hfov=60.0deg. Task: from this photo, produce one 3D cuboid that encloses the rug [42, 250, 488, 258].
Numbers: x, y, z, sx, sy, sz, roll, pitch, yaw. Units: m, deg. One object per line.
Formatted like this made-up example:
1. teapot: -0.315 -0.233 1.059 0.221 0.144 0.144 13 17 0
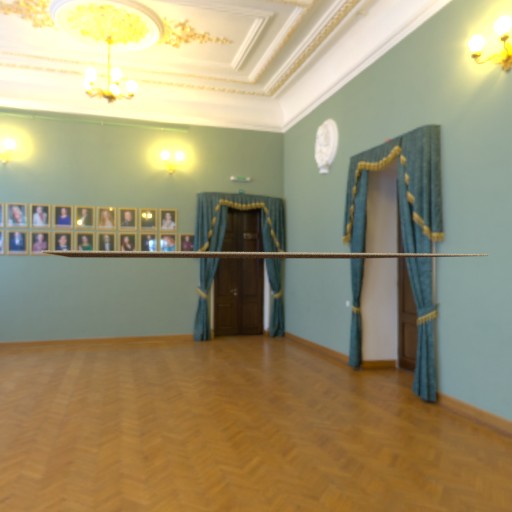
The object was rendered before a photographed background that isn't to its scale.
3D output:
1. rug: 0.000 0.000 2.988 2.435 0.011 1.517 0 -1 -19
